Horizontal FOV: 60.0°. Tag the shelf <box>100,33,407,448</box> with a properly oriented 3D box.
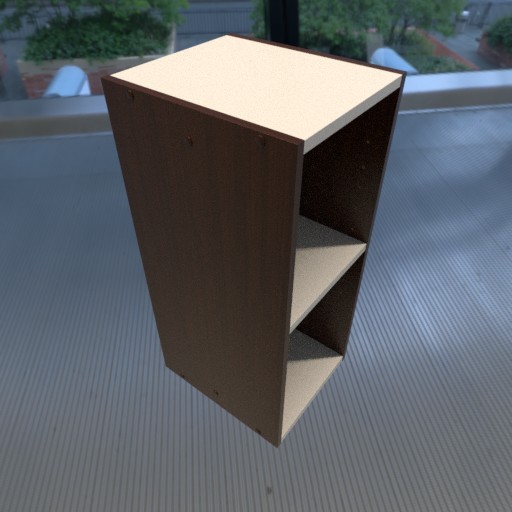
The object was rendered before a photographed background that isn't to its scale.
[{"bbox_3d":[0.000,0.000,0.749,0.290,0.600,0.253,27,48,27],"label":"shelf"}]
